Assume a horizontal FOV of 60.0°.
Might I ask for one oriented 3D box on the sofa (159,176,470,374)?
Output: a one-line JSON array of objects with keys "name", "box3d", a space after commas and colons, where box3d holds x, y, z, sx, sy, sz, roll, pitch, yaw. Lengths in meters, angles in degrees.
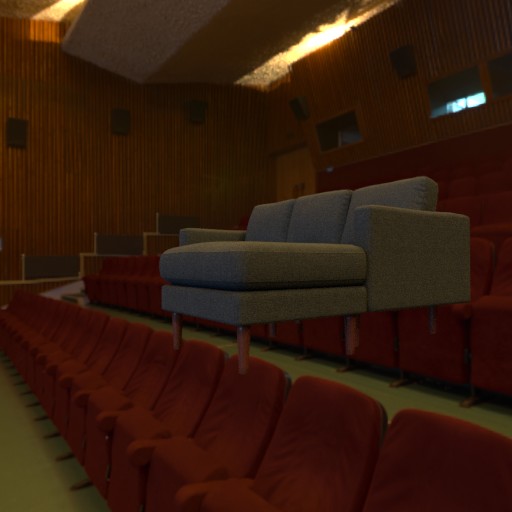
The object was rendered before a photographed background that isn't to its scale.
[{"name": "sofa", "box3d": [0.000, 0.000, 2.960, 1.667, 0.957, 2.055, 0, -1, -36]}]
